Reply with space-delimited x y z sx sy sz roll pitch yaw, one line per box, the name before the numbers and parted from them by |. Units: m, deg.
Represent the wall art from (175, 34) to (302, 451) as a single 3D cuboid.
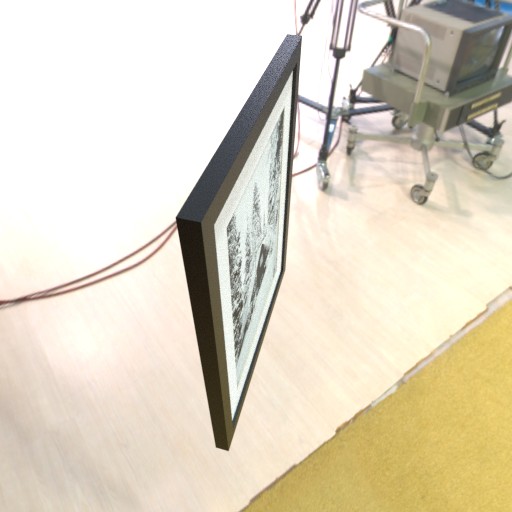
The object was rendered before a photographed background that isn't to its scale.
wall art | 0.000 0.000 0.537 0.018 0.397 0.325 11 48 11
